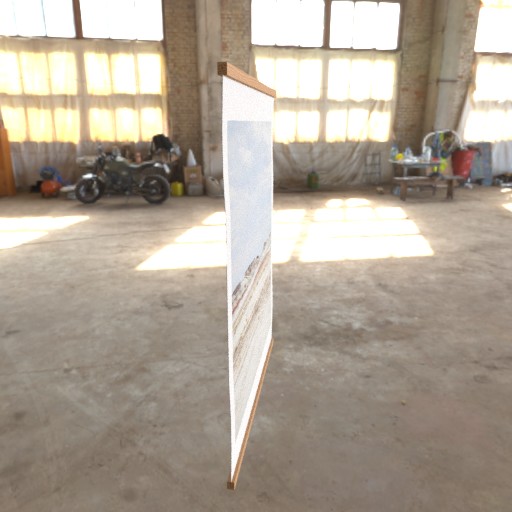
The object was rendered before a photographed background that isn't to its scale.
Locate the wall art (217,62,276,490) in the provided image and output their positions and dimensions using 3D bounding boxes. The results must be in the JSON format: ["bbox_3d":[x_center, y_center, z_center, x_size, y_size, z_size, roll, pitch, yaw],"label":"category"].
[{"bbox_3d":[0.000,0.000,0.688,0.010,0.507,0.404,3,17,9],"label":"wall art"}]
